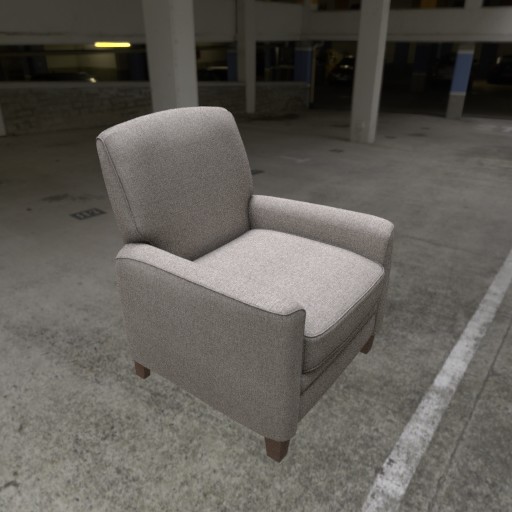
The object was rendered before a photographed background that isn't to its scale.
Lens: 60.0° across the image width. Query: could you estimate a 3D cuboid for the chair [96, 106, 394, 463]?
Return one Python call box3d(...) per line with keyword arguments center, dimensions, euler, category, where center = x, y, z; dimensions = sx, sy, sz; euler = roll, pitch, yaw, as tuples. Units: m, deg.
box3d(center=(0.000, 0.000, 1.703), dimensions=(0.864, 1.014, 0.848), euler=(18, 32, 32), category="chair")
